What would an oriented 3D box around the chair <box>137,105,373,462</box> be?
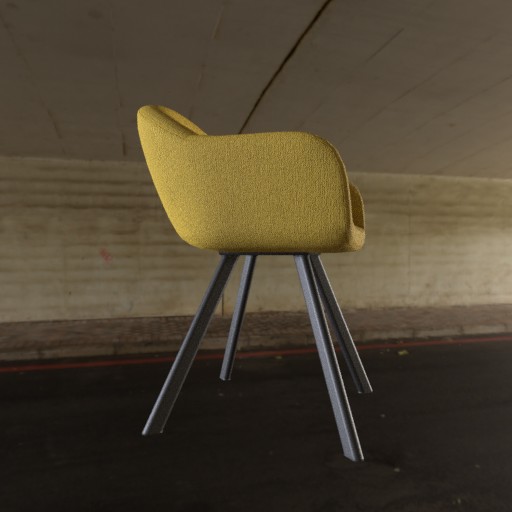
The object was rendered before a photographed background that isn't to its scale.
[{"bbox_3d":[0.000,0.000,1.136,0.565,0.775,0.545,0,0,17],"label":"chair"}]
